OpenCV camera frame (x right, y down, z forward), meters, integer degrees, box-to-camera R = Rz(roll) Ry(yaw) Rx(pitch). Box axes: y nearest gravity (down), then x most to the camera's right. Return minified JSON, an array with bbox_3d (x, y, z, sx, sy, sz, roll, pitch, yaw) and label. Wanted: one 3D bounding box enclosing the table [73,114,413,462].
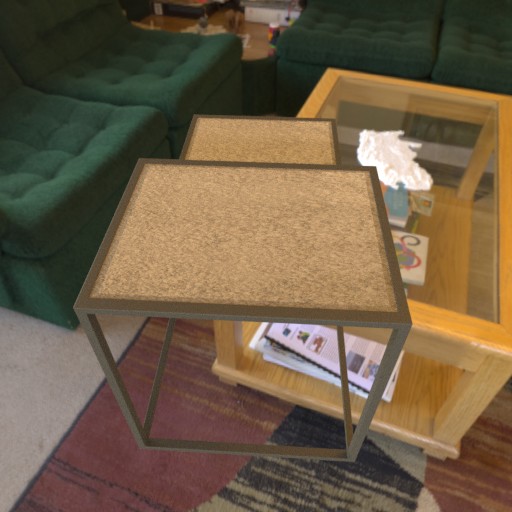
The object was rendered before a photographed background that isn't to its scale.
[{"bbox_3d":[0.000,0.000,1.129,0.508,0.540,0.788,2,45,2],"label":"table"}]
